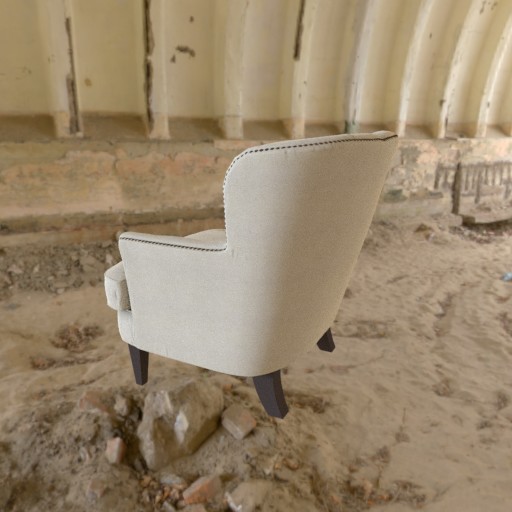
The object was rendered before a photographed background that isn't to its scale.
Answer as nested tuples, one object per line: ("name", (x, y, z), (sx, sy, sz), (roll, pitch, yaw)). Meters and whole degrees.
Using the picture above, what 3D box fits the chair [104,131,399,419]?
("chair", (0.000, 0.000, 1.596), (0.906, 0.868, 0.848), (8, 18, 26))
